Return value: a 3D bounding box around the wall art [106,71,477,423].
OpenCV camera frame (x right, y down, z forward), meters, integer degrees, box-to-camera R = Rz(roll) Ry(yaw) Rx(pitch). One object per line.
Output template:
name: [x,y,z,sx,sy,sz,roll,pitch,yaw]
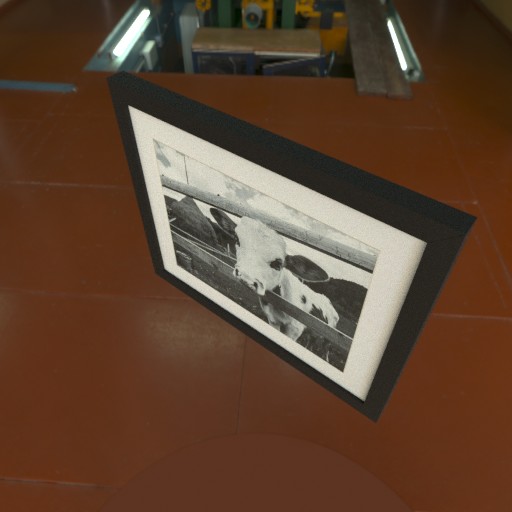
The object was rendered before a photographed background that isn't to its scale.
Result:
wall art: [0.000,0.000,0.531,0.404,0.329,0.024,30,53,25]
